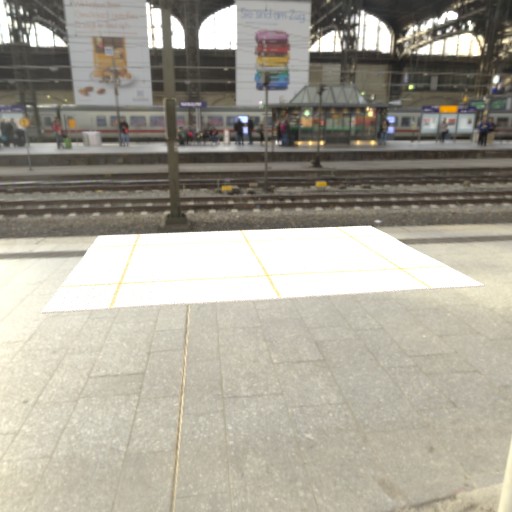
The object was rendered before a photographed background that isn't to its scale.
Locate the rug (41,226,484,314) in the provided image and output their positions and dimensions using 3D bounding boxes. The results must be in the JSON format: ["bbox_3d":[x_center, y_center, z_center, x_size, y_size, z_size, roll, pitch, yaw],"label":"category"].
[{"bbox_3d":[0.000,0.000,2.375,1.825,0.015,1.232,-3,16,-9],"label":"rug"}]
